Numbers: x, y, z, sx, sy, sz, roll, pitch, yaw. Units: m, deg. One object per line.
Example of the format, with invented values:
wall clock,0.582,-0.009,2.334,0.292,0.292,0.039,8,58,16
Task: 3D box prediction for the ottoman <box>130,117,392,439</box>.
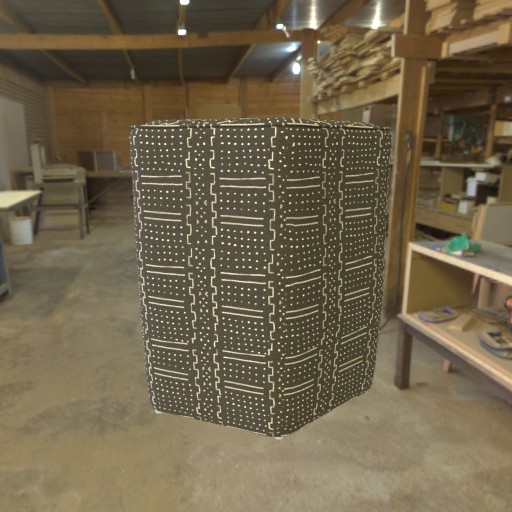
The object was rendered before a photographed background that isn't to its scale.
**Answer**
ottoman,0.000,0.000,0.878,0.443,0.502,0.494,-2,14,-10
